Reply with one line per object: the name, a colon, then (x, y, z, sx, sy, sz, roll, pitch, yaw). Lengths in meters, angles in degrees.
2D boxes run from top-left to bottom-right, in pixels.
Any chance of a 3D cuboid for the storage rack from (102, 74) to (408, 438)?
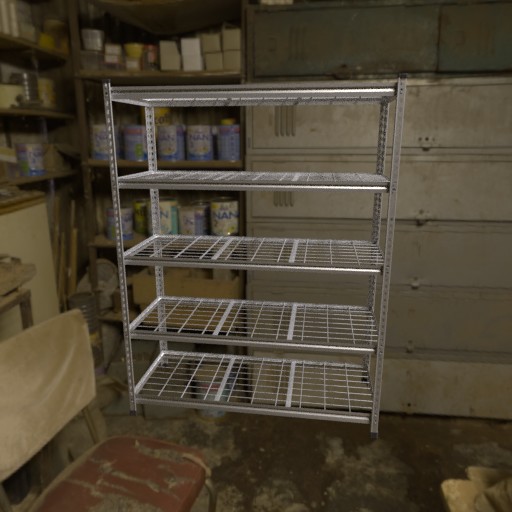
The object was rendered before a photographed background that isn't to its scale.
storage rack: (0.000, 0.000, 2.720, 1.524, 1.981, 0.610, 2, 15, 8)
